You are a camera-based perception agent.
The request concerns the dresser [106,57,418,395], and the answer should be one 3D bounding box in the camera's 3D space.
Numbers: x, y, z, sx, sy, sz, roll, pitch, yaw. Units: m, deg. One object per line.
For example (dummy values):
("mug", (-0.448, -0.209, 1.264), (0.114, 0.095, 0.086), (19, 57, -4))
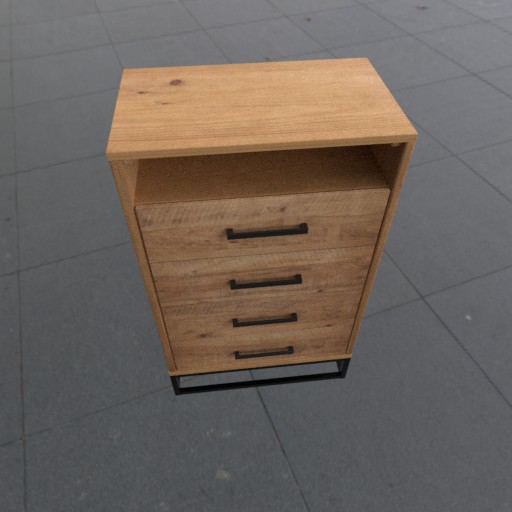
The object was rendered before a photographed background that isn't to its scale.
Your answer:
("dresser", (0.000, 0.000, 1.659), (0.761, 1.240, 0.479), (-5, 47, -4))
